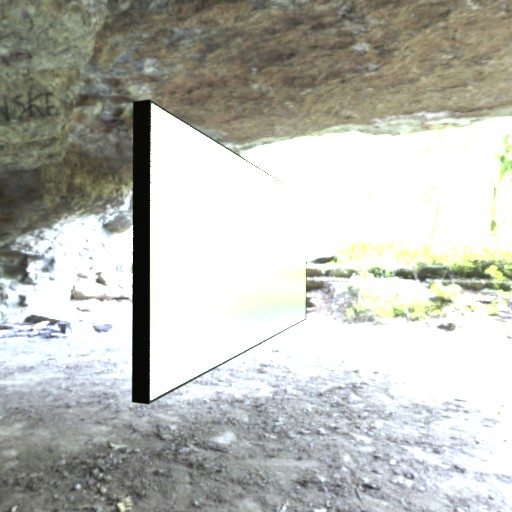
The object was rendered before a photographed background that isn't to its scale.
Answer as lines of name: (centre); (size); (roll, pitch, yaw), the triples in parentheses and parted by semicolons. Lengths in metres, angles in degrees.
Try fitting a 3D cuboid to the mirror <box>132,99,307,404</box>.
mirror: (0.000, 0.000, 1.757); (0.047, 0.692, 1.584); (0, -1, 19)
